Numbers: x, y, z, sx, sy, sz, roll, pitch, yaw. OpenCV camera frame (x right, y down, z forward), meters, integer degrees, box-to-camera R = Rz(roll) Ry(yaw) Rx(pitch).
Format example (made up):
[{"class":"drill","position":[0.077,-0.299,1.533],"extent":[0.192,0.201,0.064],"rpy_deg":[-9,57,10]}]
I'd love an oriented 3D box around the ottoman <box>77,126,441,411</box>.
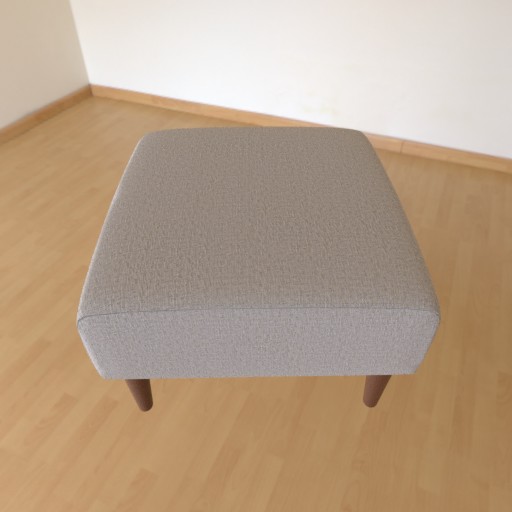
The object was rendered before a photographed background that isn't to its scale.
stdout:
[{"class":"ottoman","position":[0.000,0.000,1.074],"extent":[0.648,0.399,0.655],"rpy_deg":[-1,42,-1]}]
